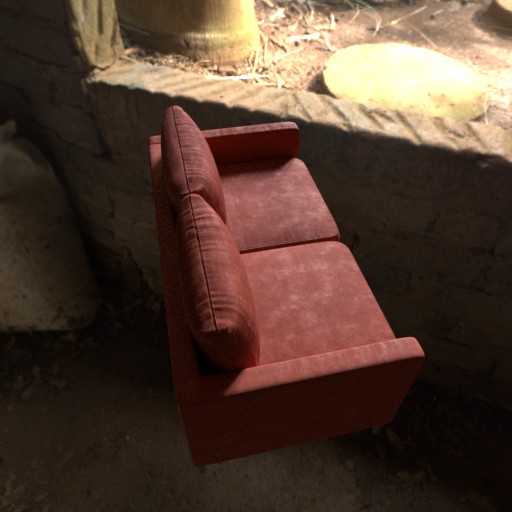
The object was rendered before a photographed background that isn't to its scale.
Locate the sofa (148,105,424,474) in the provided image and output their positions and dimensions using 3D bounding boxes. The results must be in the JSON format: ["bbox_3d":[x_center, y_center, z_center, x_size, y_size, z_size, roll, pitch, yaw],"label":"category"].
[{"bbox_3d":[0.000,0.000,2.091,0.864,0.896,1.574,-9,46,-9],"label":"sofa"}]
